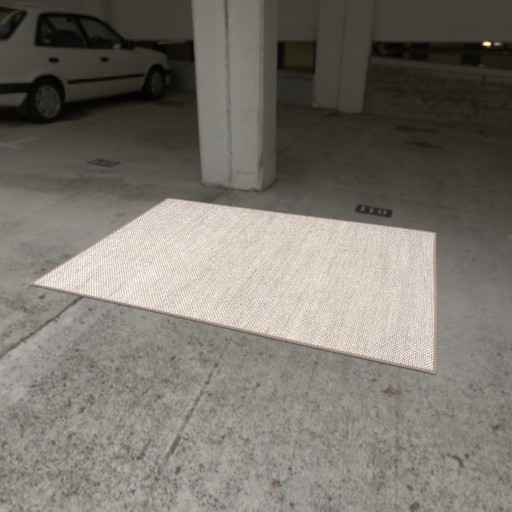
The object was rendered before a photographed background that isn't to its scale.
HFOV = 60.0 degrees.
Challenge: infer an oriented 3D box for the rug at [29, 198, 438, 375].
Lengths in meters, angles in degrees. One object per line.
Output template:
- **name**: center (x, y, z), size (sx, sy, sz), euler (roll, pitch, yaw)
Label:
- **rug**: center (0.000, 0.000, 2.752), size (2.115, 0.013, 1.517), euler (9, 28, 18)
